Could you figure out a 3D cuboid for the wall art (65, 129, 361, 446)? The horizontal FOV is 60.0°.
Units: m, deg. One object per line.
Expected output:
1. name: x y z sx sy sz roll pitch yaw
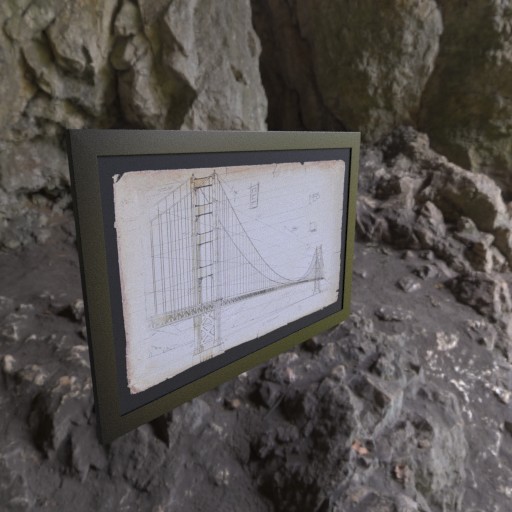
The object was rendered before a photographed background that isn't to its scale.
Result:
1. wall art: 0.000 0.000 0.825 0.013 0.447 0.660 14 21 42
